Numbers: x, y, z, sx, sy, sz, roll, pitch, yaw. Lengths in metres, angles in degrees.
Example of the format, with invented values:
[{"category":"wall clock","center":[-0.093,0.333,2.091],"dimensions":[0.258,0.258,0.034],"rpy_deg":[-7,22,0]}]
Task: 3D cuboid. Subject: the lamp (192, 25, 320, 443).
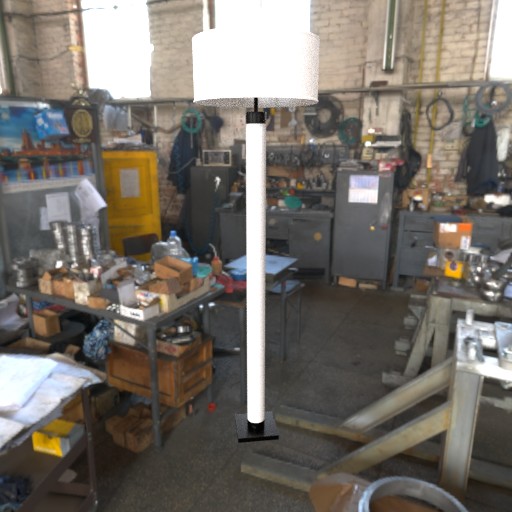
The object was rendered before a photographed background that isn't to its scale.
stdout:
[{"category":"lamp","center":[0.000,0.000,1.641],"dimensions":[0.420,1.475,0.420],"rpy_deg":[-2,15,-7]}]
